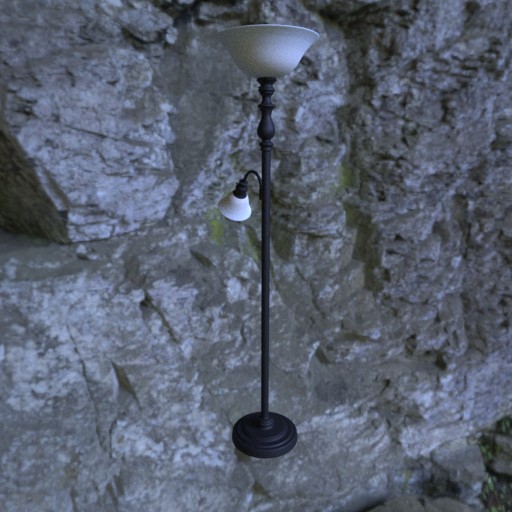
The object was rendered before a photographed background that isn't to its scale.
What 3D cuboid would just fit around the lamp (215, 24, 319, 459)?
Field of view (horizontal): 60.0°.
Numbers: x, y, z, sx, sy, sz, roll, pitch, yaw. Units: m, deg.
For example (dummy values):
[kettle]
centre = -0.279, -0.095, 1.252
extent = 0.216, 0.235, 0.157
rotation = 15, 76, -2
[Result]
[lamp]
centre = 0.000, 0.000, 2.026
extent = 0.405, 1.793, 0.588
rotation = -7, 16, -26
